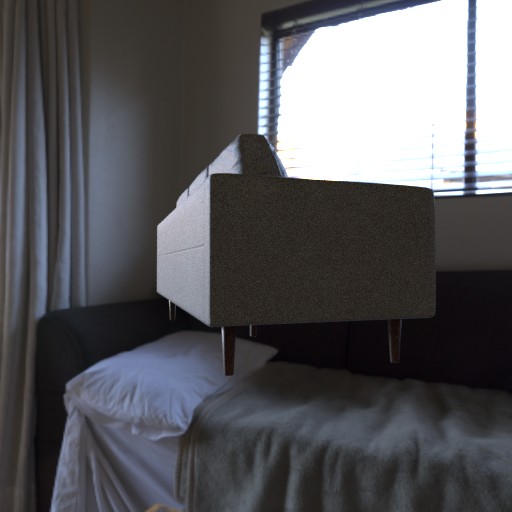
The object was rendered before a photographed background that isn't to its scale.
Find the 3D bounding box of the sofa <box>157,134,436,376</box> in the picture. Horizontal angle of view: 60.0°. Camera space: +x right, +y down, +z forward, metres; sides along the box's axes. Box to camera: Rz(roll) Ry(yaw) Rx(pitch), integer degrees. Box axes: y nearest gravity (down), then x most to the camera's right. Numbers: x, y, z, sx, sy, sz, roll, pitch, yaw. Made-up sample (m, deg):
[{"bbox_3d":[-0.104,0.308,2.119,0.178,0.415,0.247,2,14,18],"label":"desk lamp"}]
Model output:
[{"bbox_3d":[0.000,0.000,2.542,0.944,0.918,1.983,0,-1,-17],"label":"sofa"}]
